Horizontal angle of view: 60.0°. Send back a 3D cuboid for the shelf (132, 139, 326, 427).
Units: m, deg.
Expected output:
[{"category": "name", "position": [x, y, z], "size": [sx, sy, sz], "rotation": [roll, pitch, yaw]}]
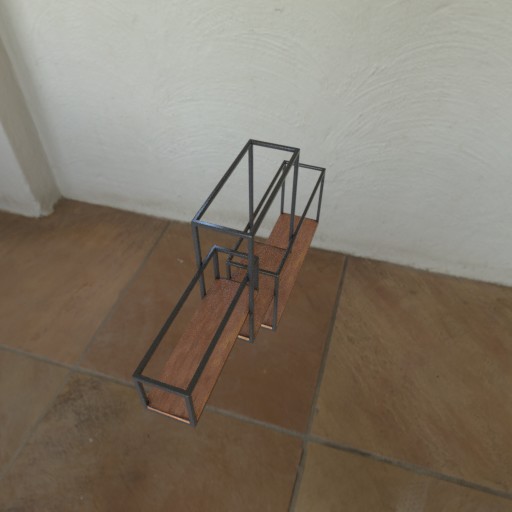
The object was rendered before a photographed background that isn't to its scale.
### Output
[{"category": "shelf", "position": [0.000, 0.000, 2.166], "size": [0.275, 0.972, 1.781], "rotation": [15, 47, 14]}]
